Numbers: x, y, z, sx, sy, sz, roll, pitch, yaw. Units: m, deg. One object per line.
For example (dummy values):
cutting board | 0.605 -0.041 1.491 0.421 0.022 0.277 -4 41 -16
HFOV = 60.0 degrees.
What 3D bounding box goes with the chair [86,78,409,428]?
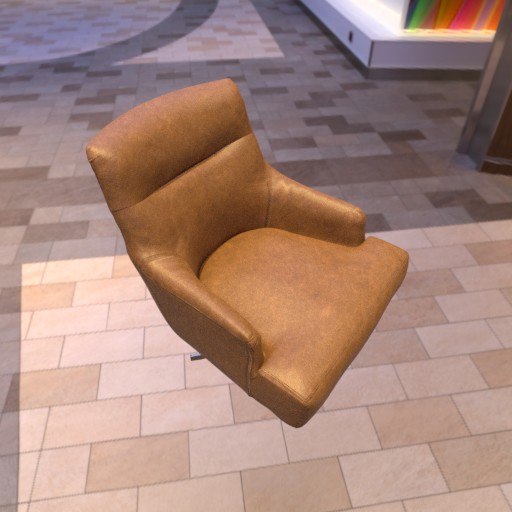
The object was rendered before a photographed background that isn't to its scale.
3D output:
chair | 0.000 0.000 1.494 0.874 0.869 0.729 25 47 26
